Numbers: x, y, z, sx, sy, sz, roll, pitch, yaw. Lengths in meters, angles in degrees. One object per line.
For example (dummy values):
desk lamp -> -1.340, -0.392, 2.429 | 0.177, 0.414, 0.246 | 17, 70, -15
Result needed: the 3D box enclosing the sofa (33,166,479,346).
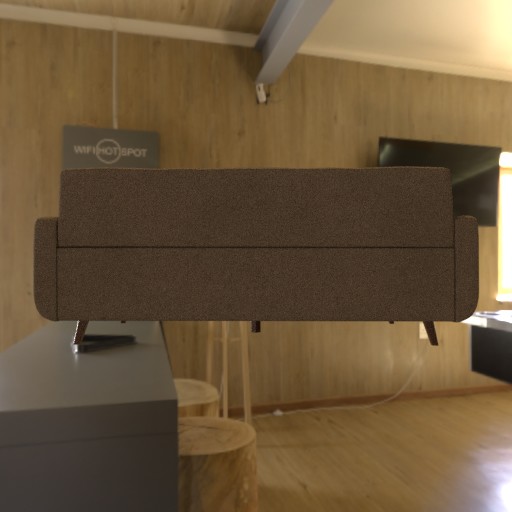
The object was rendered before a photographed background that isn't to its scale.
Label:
sofa -> 0.000, 0.000, 2.457 | 2.029, 0.841, 0.909 | 0, 0, 1
